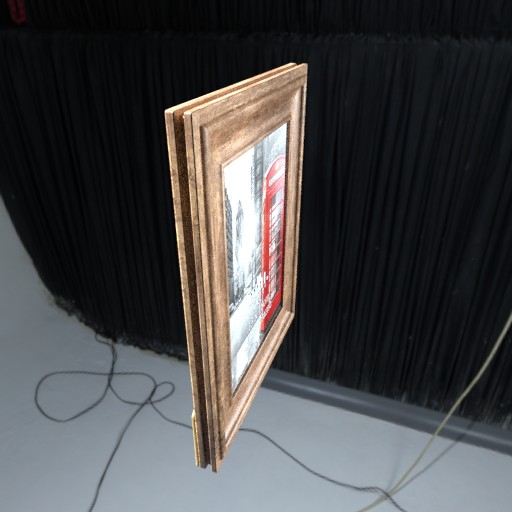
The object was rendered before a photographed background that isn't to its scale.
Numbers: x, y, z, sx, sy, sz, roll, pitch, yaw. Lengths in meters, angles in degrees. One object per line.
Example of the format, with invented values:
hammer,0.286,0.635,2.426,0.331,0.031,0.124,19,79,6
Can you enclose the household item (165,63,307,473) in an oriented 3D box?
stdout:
household item,0.000,0.000,0.319,0.018,0.237,0.186,10,31,18
